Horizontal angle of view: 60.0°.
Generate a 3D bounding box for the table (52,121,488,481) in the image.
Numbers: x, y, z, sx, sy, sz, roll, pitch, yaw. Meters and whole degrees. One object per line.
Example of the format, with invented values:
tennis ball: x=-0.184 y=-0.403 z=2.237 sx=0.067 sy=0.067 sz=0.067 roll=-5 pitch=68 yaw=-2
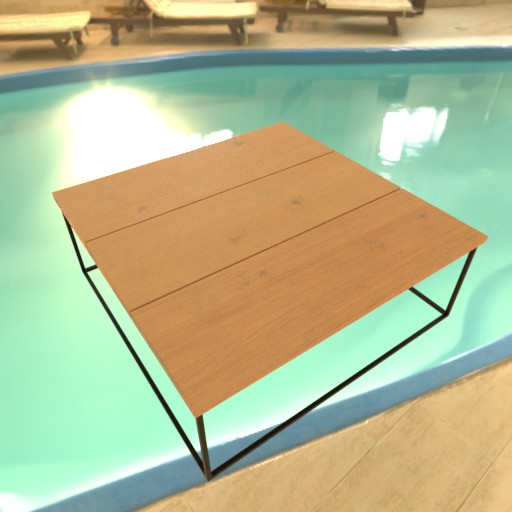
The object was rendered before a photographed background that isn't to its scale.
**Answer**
table: x=0.000 y=0.000 z=1.691 sx=1.100 sy=0.400 sz=1.100 roll=-25 pitch=46 yaw=-26
